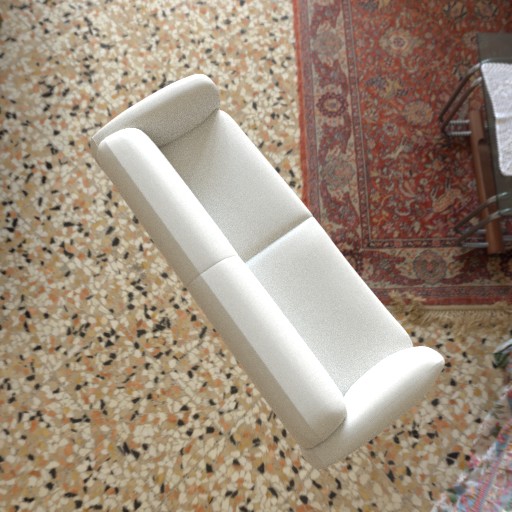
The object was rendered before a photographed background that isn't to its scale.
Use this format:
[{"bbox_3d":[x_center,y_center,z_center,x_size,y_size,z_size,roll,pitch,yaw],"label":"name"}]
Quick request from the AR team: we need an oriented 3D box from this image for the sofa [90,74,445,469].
[{"bbox_3d":[0.000,0.000,2.580,0.880,0.780,2.257,-35,77,-9],"label":"sofa"}]
